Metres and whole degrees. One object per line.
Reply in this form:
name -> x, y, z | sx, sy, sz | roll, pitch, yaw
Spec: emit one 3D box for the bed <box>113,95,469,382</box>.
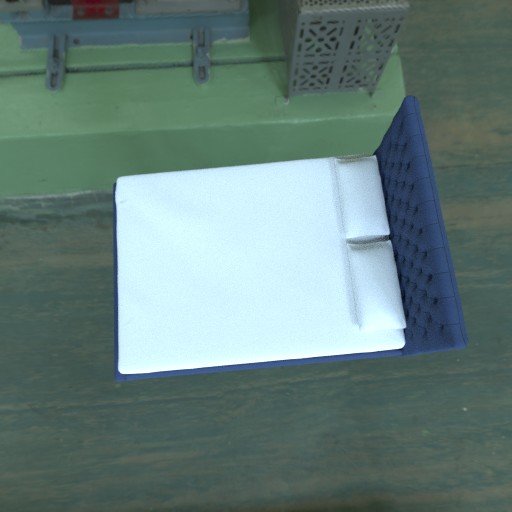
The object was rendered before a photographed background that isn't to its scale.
bed -> 0.000, 0.000, 3.437 | 2.387, 1.427, 1.706 | -5, 75, -1
